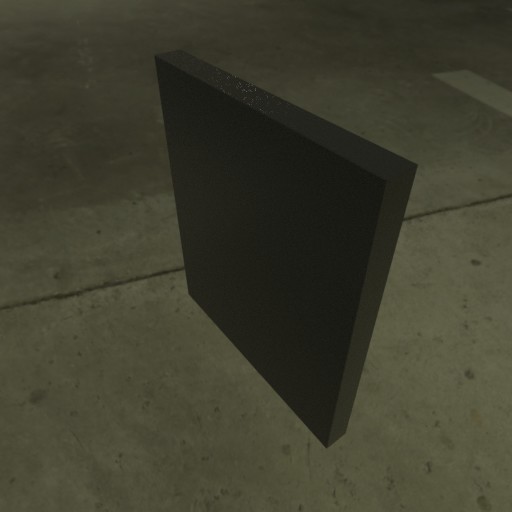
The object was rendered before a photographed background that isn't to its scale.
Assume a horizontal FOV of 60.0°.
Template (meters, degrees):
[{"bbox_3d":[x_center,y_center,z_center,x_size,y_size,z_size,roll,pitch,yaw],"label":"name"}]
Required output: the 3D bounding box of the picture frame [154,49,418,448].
[{"bbox_3d":[0.000,0.000,0.522,0.034,0.378,0.328,-26,47,-27],"label":"picture frame"}]
